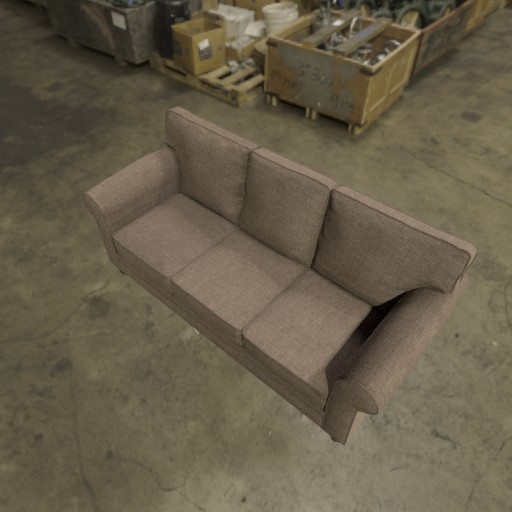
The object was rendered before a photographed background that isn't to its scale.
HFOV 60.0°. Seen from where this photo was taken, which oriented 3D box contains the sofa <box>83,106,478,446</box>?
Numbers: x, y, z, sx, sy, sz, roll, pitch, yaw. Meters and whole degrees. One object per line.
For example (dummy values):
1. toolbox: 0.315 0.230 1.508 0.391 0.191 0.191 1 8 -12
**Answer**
1. sofa: 0.000 0.000 2.566 2.084 0.961 0.916 32 54 27
